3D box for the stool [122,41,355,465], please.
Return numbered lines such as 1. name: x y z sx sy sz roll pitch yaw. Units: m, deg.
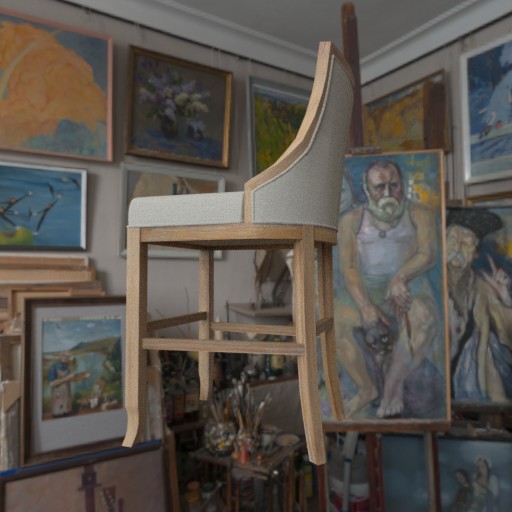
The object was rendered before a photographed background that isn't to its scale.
1. stool: 0.000 0.000 1.427 0.626 1.101 0.524 -1 -2 19
